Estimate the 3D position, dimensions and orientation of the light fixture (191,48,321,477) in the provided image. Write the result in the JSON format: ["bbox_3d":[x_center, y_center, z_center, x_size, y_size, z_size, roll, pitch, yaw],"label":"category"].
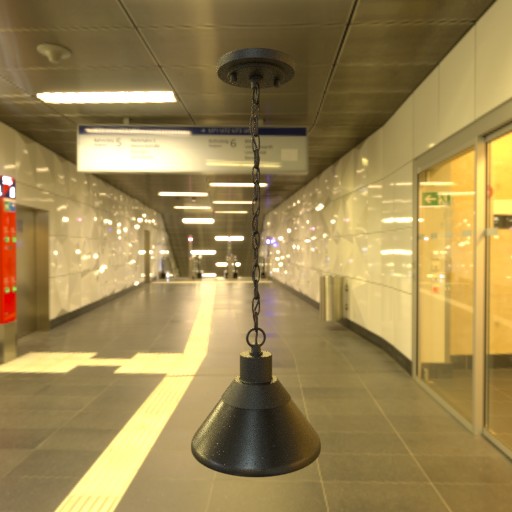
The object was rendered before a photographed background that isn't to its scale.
[{"bbox_3d":[0.000,0.000,0.688,0.201,0.588,0.201,0,1,-18],"label":"light fixture"}]
